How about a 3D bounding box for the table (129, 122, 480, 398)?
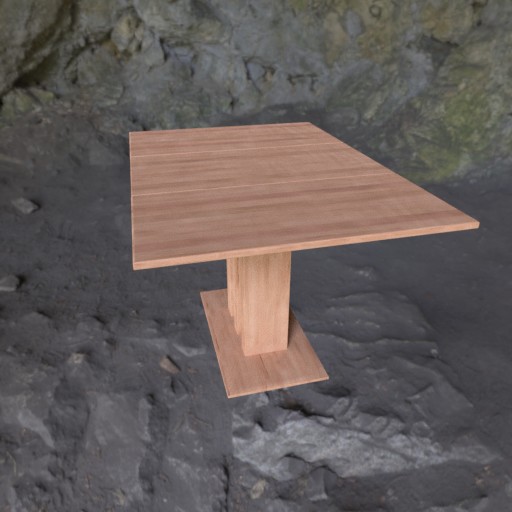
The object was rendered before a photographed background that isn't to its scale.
[{"bbox_3d":[0.000,0.000,1.819,0.900,0.770,1.300,-7,29,-13],"label":"table"}]
